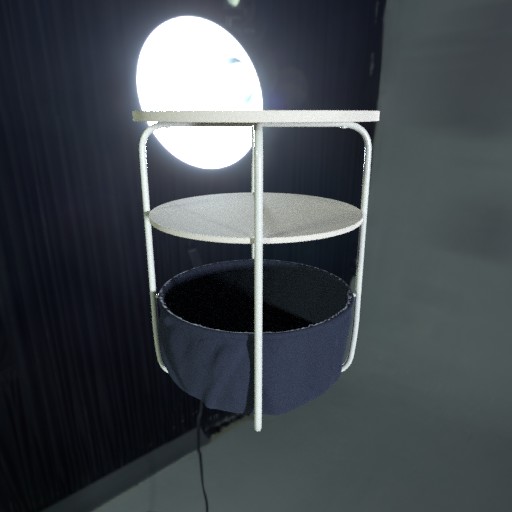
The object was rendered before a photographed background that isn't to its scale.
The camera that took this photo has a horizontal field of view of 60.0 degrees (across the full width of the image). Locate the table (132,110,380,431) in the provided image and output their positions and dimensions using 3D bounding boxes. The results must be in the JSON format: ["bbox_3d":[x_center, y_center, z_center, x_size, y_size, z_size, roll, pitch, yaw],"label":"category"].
[{"bbox_3d":[0.000,0.000,0.856,0.418,0.532,0.418,16,24,41],"label":"table"}]
